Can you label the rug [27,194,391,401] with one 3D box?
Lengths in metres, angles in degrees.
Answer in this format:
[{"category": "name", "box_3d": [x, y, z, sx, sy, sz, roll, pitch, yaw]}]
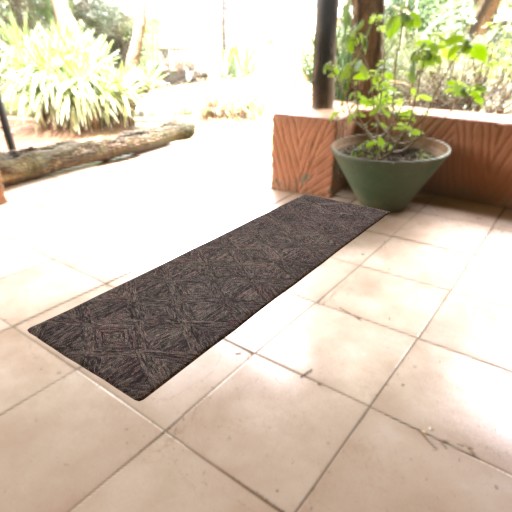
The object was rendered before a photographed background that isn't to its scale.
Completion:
[{"category": "rug", "box_3d": [0.000, 0.000, 2.506, 0.719, 0.013, 2.305, 17, 30, 32]}]
